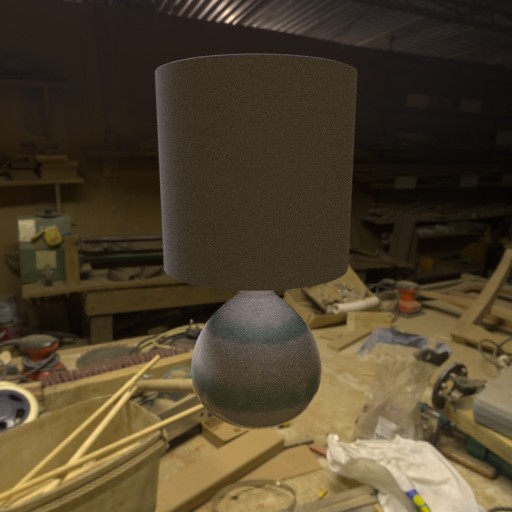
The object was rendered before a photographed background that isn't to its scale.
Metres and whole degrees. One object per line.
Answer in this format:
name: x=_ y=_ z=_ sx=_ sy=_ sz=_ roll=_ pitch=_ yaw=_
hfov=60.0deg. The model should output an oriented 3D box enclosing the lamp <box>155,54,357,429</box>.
lamp: x=0.000 y=0.000 z=0.530 sx=0.217 sy=0.404 sz=0.217 roll=-6 pitch=14 yaw=-25
